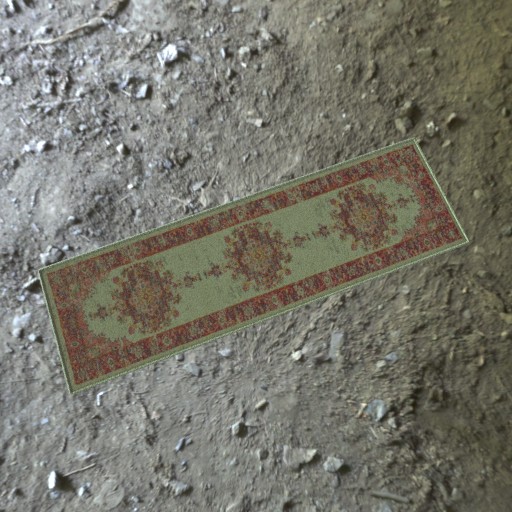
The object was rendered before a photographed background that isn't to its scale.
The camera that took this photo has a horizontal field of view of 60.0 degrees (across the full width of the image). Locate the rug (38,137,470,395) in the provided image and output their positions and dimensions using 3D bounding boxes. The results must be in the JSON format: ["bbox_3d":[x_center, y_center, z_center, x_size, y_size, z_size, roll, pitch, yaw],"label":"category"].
[{"bbox_3d":[0.000,0.000,1.946,1.824,0.009,0.562,-20,76,-5],"label":"rug"}]
